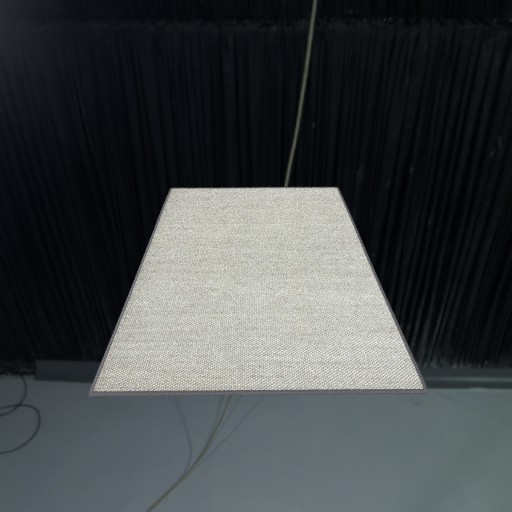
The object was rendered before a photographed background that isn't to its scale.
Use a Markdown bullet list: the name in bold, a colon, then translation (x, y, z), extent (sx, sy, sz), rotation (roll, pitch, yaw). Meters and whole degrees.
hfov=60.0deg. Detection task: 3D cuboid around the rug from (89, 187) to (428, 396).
- **rug**: translation (0.000, 0.000, 2.098), extent (1.067, 0.013, 1.676), rotation (0, 31, -1)
